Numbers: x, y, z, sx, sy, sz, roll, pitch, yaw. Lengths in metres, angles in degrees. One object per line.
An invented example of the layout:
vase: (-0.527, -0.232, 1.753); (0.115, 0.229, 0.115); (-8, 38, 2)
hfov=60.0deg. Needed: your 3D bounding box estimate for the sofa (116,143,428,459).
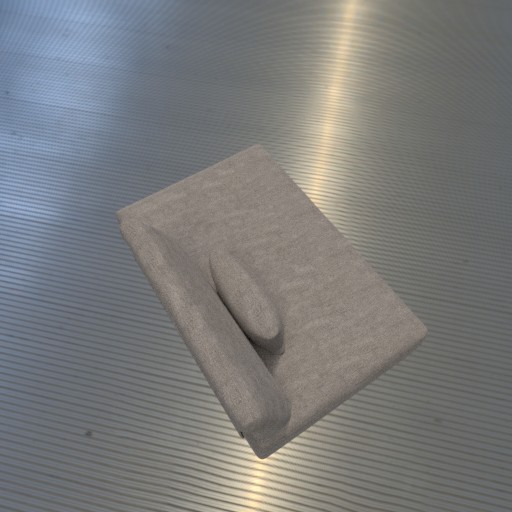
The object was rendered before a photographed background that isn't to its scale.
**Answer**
sofa: (0.000, 0.000, 2.084); (1.002, 0.820, 1.450); (-29, 64, -16)
